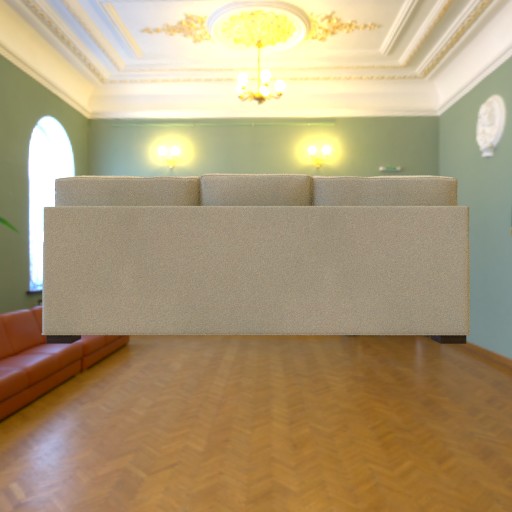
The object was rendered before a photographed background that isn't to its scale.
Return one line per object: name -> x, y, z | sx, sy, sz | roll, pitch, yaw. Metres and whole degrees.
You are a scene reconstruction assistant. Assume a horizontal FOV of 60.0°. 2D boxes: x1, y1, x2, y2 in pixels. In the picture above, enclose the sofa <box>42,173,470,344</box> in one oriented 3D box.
sofa -> 0.000, 0.000, 2.616 | 2.088, 0.862, 0.935 | 0, 0, 0
